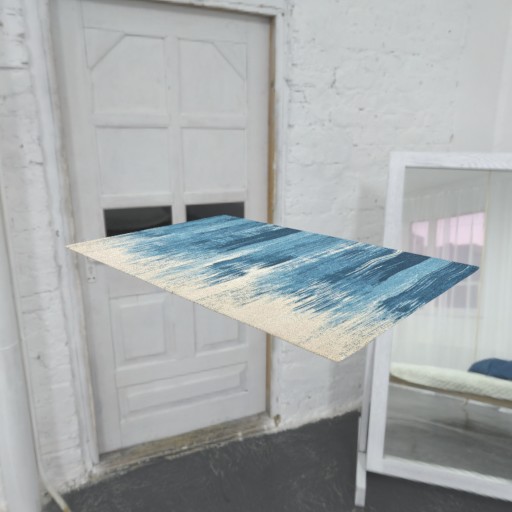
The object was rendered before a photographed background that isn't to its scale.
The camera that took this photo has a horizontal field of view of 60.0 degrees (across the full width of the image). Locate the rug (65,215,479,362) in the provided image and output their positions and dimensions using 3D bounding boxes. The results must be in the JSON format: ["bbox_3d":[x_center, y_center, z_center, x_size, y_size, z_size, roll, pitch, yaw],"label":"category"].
[{"bbox_3d":[0.000,0.000,2.318,1.836,0.009,1.232,15,23,41],"label":"rug"}]
